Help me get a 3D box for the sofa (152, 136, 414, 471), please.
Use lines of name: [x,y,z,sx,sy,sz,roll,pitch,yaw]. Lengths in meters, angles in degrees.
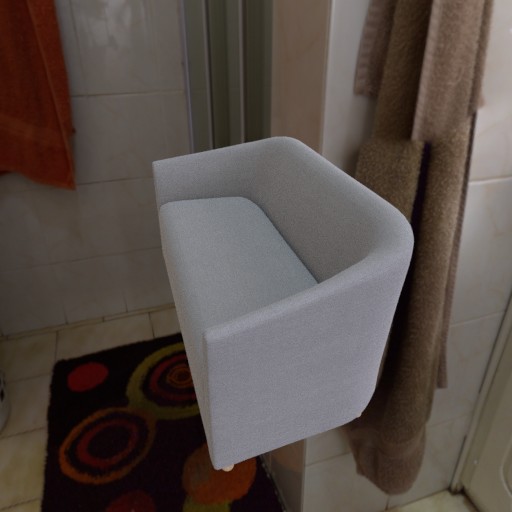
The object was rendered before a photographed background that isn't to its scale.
sofa: [0.000,0.000,1.866,0.705,0.721,1.452,-8,31,-14]
